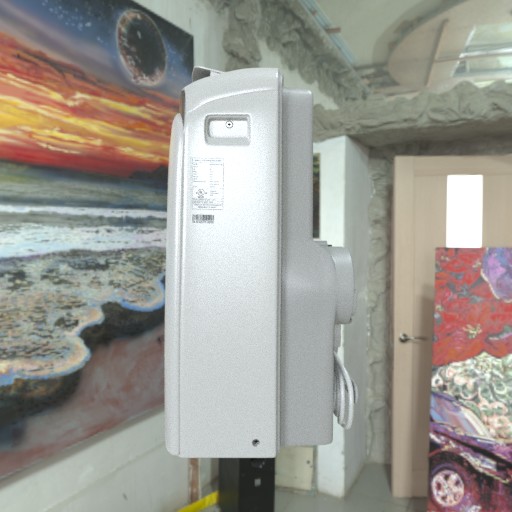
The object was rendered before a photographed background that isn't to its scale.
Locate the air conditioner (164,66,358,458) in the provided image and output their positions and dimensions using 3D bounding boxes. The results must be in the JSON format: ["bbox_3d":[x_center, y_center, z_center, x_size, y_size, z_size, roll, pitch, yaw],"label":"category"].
[{"bbox_3d":[0.000,0.000,1.063,0.414,0.786,0.449,0,2,0],"label":"air conditioner"}]
